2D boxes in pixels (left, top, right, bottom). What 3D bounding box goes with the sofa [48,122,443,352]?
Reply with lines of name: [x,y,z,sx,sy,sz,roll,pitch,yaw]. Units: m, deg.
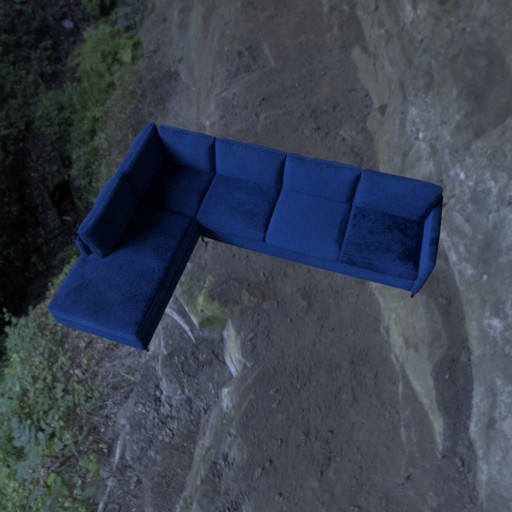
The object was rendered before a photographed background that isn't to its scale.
sofa: [0.000,0.000,3.838,2.949,0.815,2.007,15,58,9]
